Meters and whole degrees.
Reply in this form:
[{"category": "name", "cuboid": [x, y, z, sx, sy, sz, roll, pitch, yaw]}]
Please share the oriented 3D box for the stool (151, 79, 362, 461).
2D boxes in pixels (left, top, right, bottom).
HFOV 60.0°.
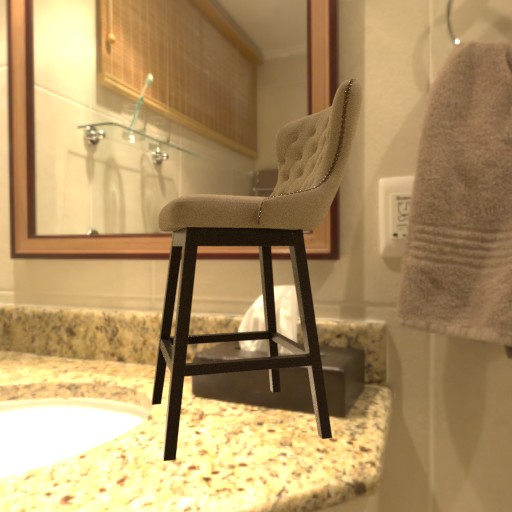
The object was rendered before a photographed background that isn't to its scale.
[{"category": "stool", "cuboid": [0.000, 0.000, 1.340, 0.593, 0.971, 0.528, 0, 1, -17]}]
